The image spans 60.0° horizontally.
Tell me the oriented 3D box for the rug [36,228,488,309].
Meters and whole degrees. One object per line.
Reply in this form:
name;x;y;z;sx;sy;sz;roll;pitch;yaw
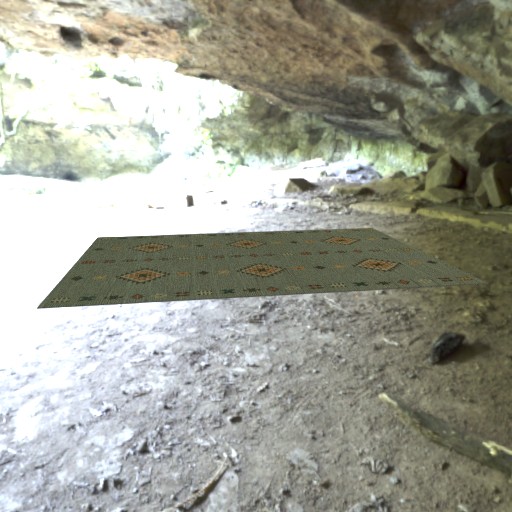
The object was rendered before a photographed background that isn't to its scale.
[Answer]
rug;0.000;0.000;2.336;1.818;0.005;1.217;-2;15;-9
